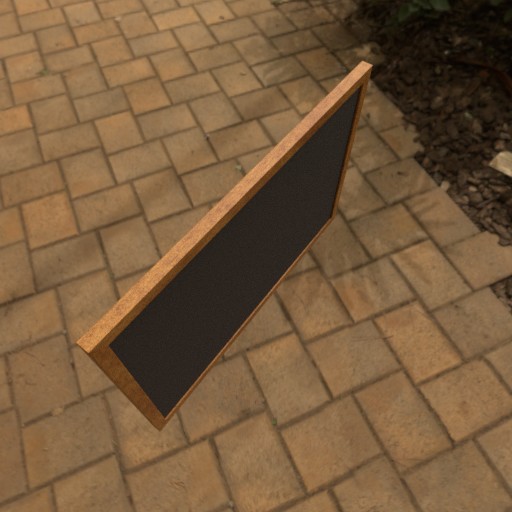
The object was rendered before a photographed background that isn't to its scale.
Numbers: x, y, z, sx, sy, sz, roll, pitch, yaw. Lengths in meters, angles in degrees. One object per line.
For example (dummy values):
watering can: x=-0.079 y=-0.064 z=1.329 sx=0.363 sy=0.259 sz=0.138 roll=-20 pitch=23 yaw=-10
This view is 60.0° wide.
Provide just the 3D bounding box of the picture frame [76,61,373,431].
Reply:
picture frame: x=0.000 y=0.000 z=1.162 sx=0.029 sy=0.621 sz=0.922 roll=32 pitch=63 yaw=19
